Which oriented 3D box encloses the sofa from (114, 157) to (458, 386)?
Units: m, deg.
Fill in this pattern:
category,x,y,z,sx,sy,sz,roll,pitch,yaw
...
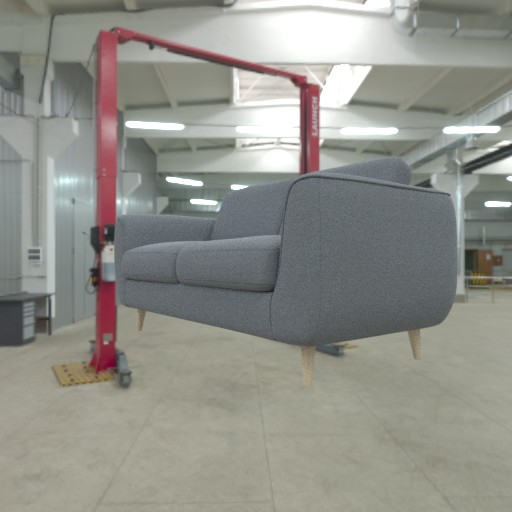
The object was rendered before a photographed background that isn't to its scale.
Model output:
category,x,y,z,sx,sy,sz,roll,pitch,yaw
sofa,0.000,0.000,2.184,0.920,0.850,1.700,0,-1,-37
